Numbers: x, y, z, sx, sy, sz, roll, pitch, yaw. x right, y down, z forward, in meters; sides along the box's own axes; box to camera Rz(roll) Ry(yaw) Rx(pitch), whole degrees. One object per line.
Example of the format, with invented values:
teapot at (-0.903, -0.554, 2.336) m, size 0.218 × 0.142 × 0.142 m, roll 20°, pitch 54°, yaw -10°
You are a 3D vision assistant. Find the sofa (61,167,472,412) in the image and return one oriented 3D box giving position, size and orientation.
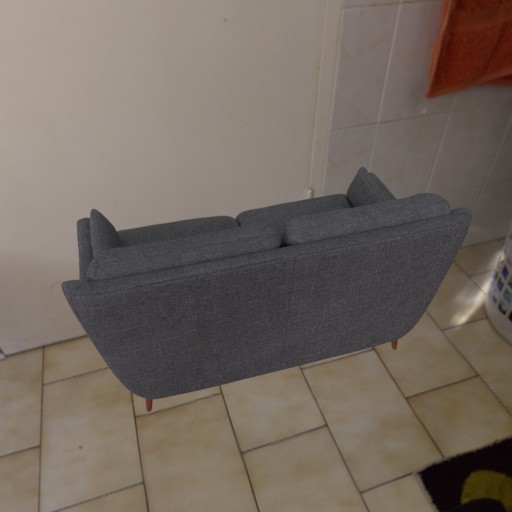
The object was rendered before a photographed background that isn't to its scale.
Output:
sofa at (0.000, 0.000, 2.169) m, size 1.646 × 0.887 × 0.976 m, roll -11°, pitch 43°, yaw -12°
